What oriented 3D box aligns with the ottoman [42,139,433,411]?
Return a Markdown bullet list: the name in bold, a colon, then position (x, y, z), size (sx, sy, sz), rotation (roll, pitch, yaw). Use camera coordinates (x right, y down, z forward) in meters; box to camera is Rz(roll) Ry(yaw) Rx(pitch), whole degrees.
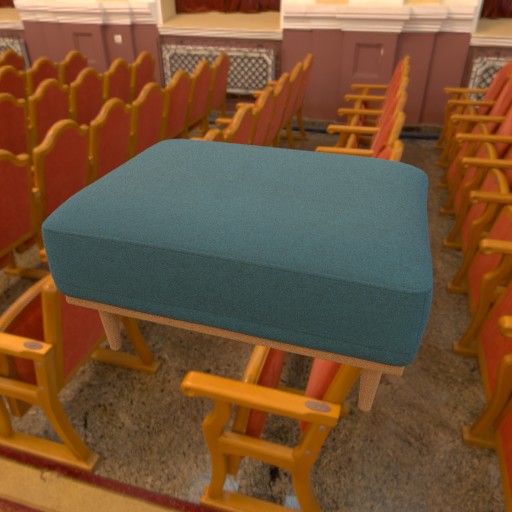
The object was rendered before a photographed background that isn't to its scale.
- **ottoman**: position (0.000, 0.000, 1.065), size (0.749, 0.428, 0.549), rotation (9, 34, 15)
